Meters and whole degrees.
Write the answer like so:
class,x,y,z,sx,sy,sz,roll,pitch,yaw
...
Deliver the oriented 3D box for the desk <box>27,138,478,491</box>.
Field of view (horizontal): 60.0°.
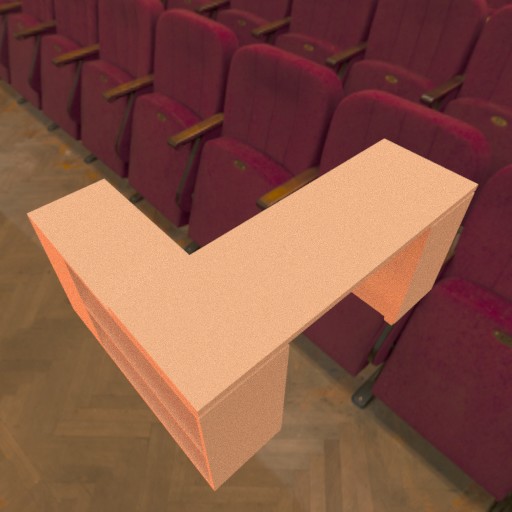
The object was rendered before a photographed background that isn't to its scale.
class,x,y,z,sx,sy,sz,roll,pitch,yaw
desk,0.000,0.000,2.156,1.524,0.759,1.199,-33,55,-28
